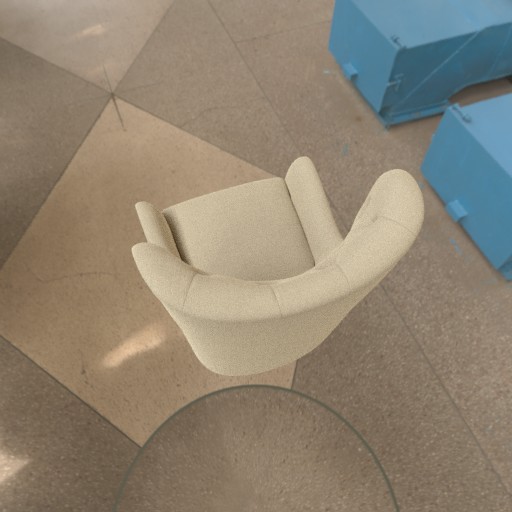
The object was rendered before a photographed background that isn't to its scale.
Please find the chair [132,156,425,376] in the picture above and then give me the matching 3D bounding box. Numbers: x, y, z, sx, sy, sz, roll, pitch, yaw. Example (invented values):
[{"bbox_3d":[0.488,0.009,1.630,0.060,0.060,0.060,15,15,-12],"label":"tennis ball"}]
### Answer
[{"bbox_3d":[0.000,0.000,1.767,0.831,1.079,0.929,-17,60,-10],"label":"chair"}]
